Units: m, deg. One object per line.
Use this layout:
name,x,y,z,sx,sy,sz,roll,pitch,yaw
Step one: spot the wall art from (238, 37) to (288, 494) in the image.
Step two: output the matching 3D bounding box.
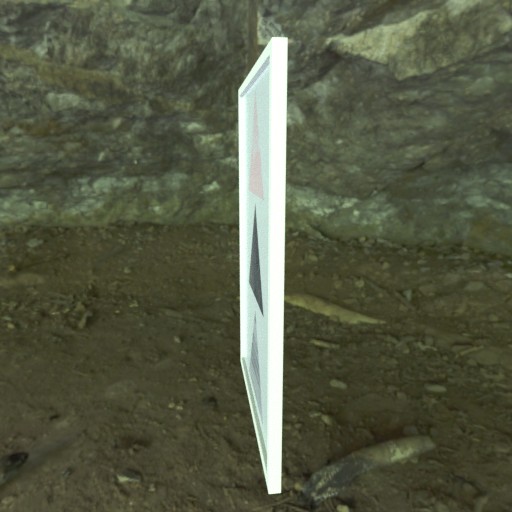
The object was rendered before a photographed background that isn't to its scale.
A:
wall art,0.000,0.000,0.554,0.013,0.433,0.303,-2,13,-7
